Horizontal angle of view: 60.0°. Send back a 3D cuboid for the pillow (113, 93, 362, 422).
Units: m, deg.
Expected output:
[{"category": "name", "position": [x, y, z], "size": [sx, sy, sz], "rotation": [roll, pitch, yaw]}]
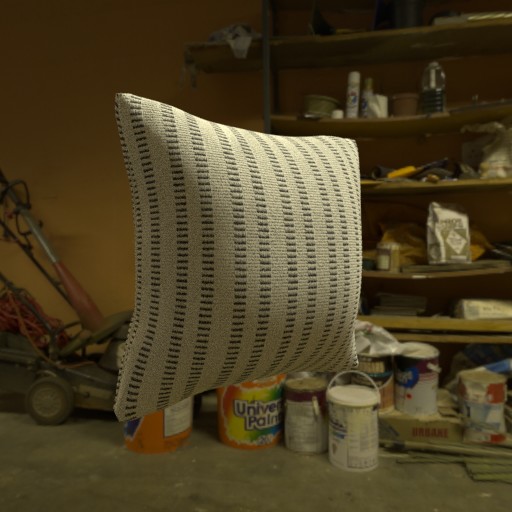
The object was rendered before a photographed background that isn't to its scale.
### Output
[{"category": "pillow", "position": [0.000, 0.000, 0.683], "size": [0.438, 0.419, 0.247], "rotation": [-1, 1, -35]}]
